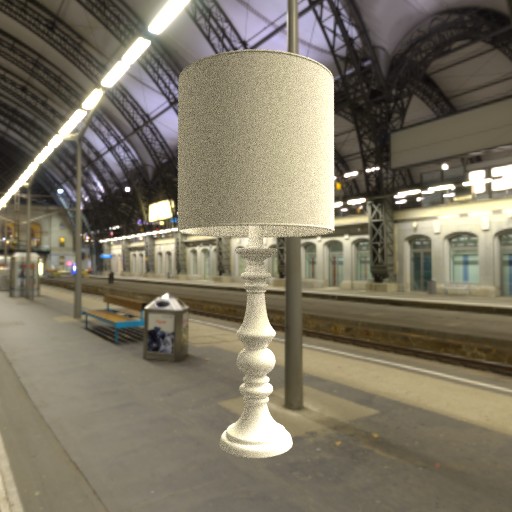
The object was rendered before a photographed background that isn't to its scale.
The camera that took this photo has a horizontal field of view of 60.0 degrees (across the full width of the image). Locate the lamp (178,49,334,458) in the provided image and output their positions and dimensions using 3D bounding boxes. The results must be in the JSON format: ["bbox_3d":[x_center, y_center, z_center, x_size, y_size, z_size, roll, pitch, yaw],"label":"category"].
[{"bbox_3d":[0.000,0.000,0.716,0.250,0.597,0.250,-1,-2,34],"label":"lamp"}]
